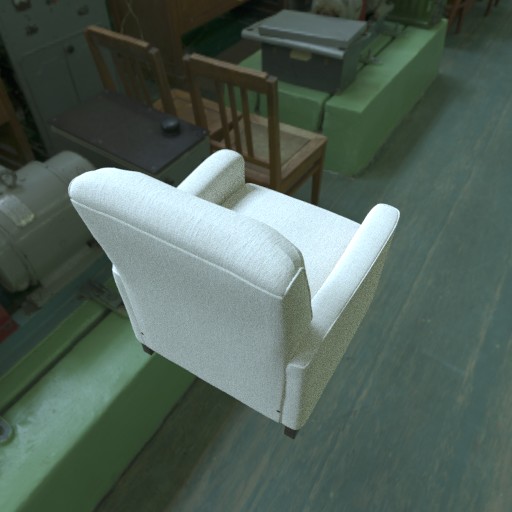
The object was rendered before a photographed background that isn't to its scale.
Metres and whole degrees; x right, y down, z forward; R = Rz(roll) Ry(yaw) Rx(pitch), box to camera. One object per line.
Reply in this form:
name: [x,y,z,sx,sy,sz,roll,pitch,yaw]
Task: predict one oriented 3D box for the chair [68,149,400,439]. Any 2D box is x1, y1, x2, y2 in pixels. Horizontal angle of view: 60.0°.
chair: [0.000,0.000,1.647,0.841,1.028,0.858,24,52,20]
